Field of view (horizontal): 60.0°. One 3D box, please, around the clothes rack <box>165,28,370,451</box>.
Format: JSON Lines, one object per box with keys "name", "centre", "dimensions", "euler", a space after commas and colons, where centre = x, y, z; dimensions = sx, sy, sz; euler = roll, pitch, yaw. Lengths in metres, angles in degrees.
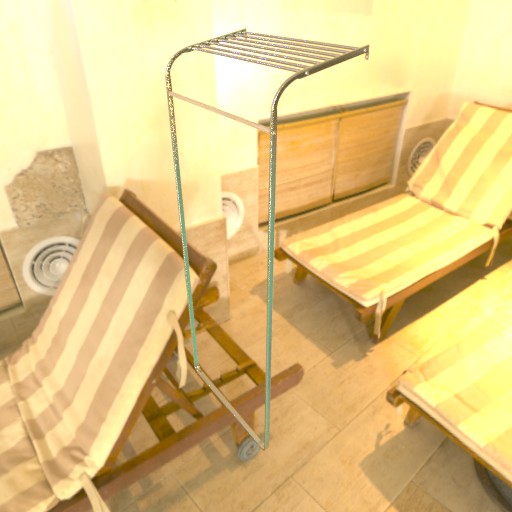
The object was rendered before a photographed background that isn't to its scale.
{"name": "clothes rack", "centre": [0.000, 0.000, 1.779], "dimensions": [0.349, 1.574, 0.609], "euler": [-22, 38, -30]}
